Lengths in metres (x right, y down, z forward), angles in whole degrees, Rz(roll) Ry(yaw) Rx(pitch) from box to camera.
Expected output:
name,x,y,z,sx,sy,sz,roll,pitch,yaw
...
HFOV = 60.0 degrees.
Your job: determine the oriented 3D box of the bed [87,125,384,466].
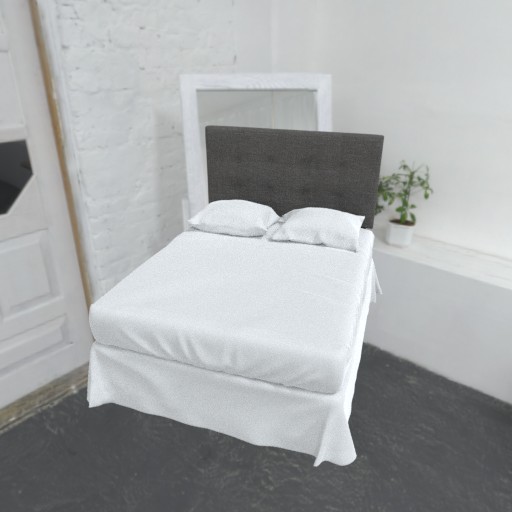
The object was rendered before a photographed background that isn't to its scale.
name,x,y,z,sx,sy,sz,roll,pitch,yaw
bed,0.000,0.000,3.421,1.936,1.577,2.222,8,27,16
